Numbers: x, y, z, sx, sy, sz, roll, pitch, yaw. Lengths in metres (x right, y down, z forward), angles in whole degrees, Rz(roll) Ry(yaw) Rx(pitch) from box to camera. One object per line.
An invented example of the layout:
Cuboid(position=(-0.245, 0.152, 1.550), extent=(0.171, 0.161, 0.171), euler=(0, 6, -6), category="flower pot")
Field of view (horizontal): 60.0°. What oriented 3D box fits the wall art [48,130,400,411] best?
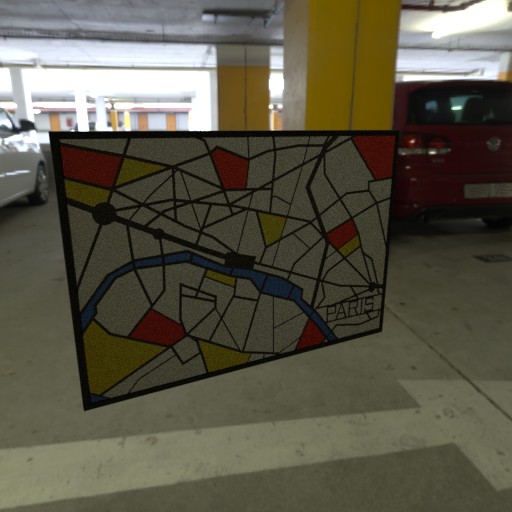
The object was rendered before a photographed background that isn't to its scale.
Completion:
Cuboid(position=(0.000, 0.000, 0.841), extent=(0.664, 0.458, 0.013), euler=(-8, 18, -26), category="wall art")
